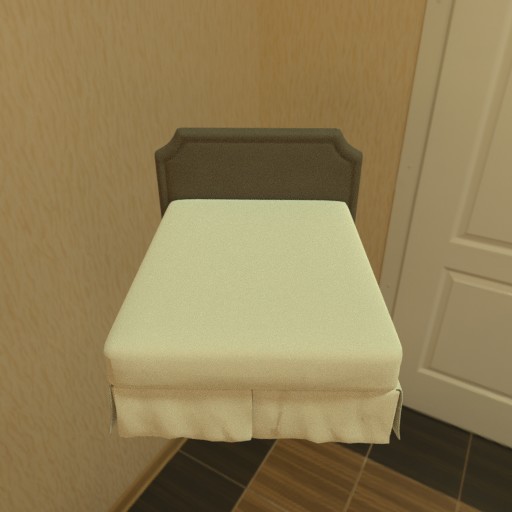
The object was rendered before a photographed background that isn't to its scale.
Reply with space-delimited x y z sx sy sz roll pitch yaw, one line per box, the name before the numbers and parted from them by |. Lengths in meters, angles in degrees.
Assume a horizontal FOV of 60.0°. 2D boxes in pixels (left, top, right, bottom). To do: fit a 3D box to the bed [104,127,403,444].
bed | 0.000 0.000 3.191 1.831 1.297 2.181 1 30 1
